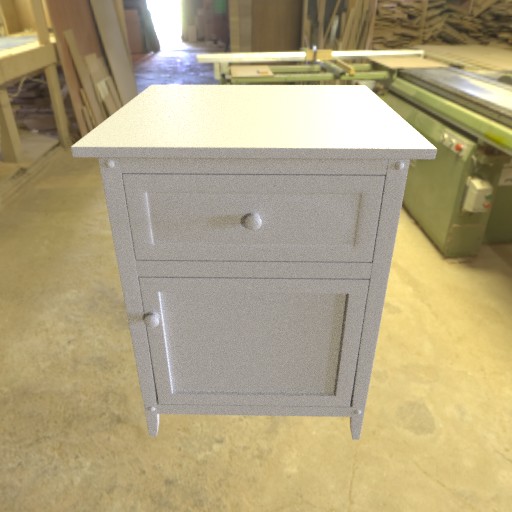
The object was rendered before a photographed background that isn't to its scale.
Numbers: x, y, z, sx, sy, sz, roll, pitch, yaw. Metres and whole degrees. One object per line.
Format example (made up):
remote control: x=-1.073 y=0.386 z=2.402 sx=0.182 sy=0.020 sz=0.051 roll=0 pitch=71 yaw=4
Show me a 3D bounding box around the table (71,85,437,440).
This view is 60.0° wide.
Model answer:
table: x=0.000 y=0.000 z=0.745 sx=0.381 sy=0.483 sz=0.381 roll=1 pitch=30 yaw=1
